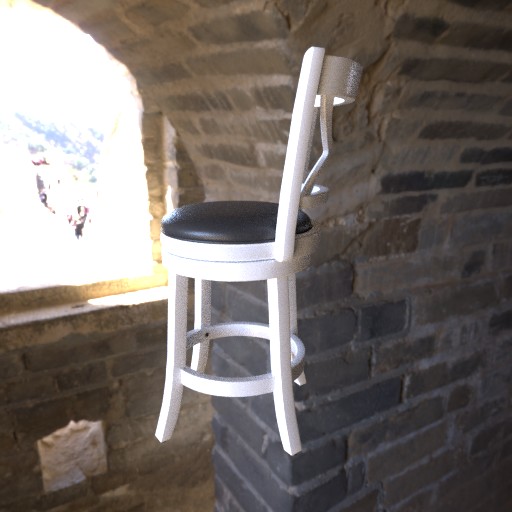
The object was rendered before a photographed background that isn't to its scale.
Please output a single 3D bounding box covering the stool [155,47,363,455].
[{"bbox_3d":[0.000,0.000,1.200,0.508,0.953,0.444,2,15,8],"label":"stool"}]
